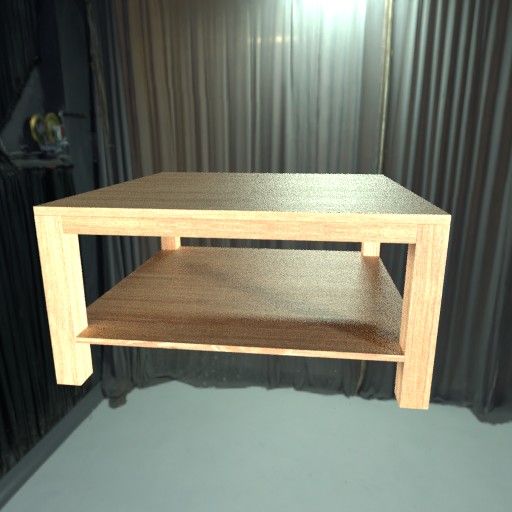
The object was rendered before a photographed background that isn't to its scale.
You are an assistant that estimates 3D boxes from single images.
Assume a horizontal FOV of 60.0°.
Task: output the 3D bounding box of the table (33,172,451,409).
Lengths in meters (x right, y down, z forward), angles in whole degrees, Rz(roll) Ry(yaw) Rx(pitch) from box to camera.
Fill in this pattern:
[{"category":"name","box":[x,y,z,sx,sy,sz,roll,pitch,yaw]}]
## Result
[{"category":"table","box":[0.000,0.000,1.434,0.900,0.450,0.900,2,16,7]}]
